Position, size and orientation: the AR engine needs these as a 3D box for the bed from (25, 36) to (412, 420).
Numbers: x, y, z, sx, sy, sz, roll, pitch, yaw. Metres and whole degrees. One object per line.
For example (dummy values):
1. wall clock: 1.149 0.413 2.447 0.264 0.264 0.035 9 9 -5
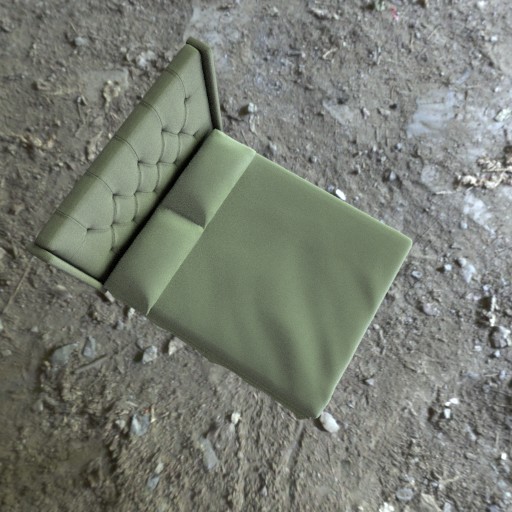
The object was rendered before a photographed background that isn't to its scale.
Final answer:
1. bed: 0.000 0.000 3.339 2.066 1.665 1.719 31 77 8
